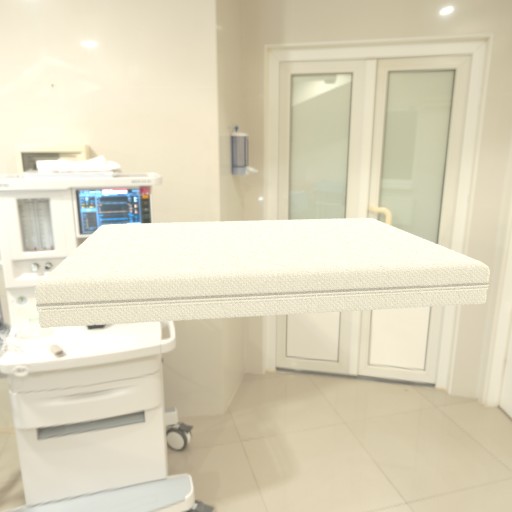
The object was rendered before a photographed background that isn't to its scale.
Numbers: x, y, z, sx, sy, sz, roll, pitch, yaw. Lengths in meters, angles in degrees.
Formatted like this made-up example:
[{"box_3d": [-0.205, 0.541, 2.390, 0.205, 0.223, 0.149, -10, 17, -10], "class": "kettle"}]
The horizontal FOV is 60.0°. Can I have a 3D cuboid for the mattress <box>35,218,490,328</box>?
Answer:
[{"box_3d": [0.000, 0.000, 2.591, 2.000, 0.200, 1.400, -2, 14, -8], "class": "mattress"}]
